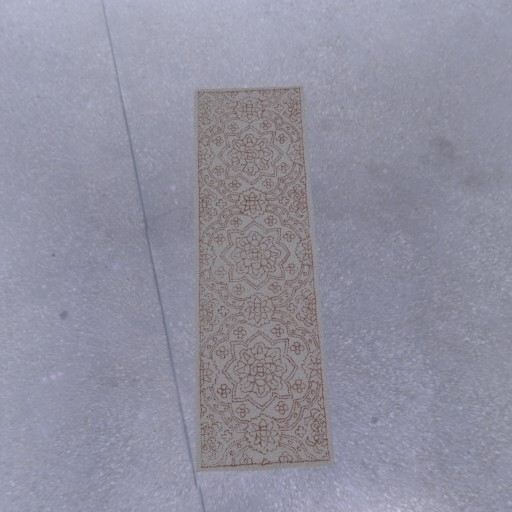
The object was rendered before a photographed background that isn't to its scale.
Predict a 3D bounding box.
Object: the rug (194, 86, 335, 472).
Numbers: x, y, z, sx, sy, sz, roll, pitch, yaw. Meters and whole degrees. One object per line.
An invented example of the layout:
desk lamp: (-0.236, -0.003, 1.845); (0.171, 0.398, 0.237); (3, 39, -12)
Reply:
rug: (0.000, 0.000, 2.765); (0.769, 0.012, 2.448); (-2, 74, -1)
